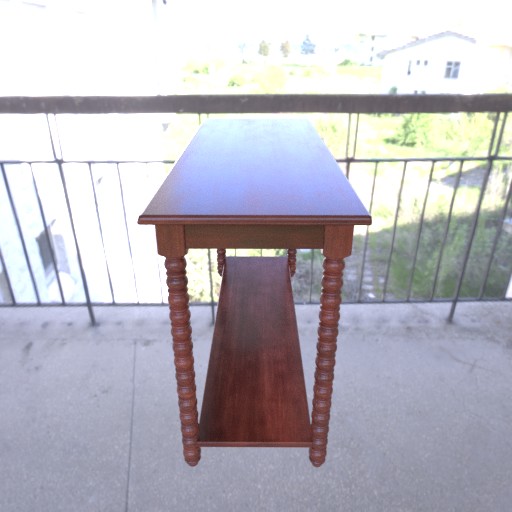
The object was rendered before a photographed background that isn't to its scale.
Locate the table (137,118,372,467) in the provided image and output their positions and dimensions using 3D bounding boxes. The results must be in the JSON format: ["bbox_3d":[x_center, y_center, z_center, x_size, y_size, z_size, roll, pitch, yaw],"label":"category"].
[{"bbox_3d":[0.000,0.000,1.531,0.459,0.740,1.184,0,26,0],"label":"table"}]
